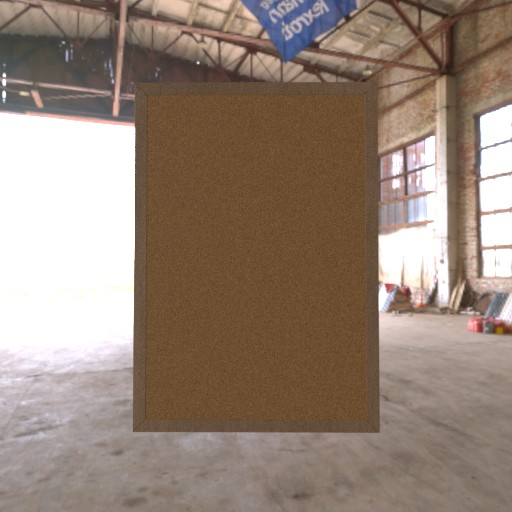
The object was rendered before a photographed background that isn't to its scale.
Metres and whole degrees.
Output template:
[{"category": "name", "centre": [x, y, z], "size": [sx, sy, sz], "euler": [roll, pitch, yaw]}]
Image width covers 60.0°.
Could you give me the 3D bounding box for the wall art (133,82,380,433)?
[{"category": "wall art", "centre": [0.000, 0.000, 0.659], "size": [0.356, 0.509, 0.031], "euler": [0, -1, 1]}]
